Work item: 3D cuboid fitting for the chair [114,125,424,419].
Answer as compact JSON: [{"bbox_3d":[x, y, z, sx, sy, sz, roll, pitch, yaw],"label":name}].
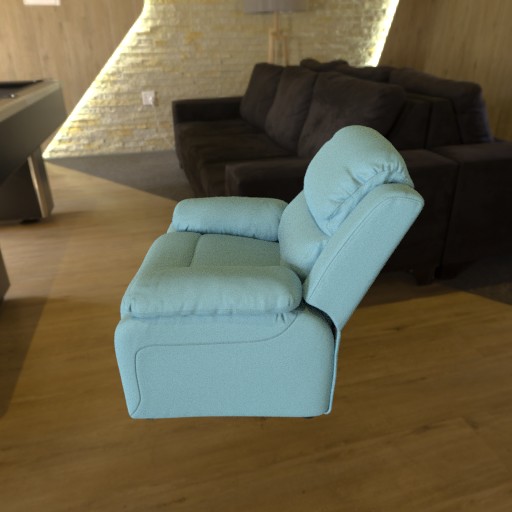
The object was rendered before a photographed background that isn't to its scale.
[{"bbox_3d":[0.000,0.000,1.275,0.709,0.702,0.680,1,26,1],"label":"chair"}]
